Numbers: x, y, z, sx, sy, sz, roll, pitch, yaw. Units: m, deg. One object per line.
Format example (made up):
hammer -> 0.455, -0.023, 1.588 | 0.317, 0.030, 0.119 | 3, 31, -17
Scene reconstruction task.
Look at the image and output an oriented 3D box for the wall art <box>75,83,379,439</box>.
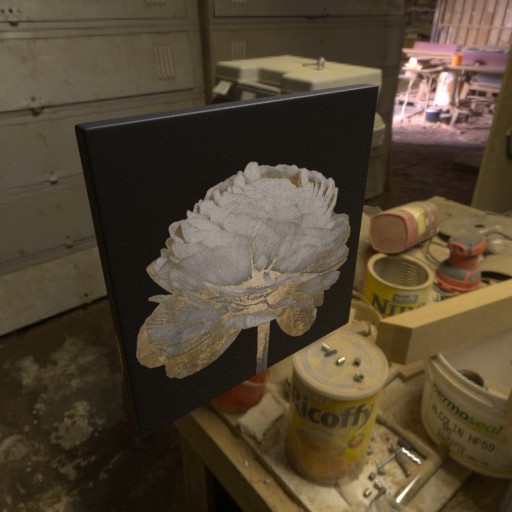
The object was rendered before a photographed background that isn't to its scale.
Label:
wall art -> 0.000, 0.000, 0.908 | 0.610, 0.611, 0.043 | -21, 35, -32
